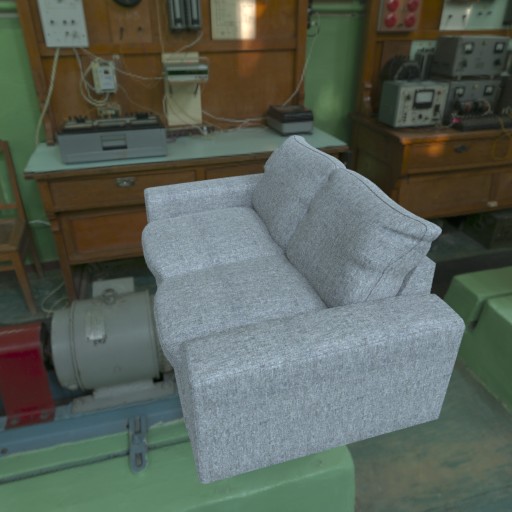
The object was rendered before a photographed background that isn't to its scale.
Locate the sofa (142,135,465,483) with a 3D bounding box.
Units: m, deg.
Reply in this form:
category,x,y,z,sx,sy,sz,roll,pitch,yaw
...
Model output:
category,x,y,z,sx,sy,sz,roll,pitch,yaw
sofa,0.000,0.000,2.271,1.094,0.877,1.758,-9,31,-15
